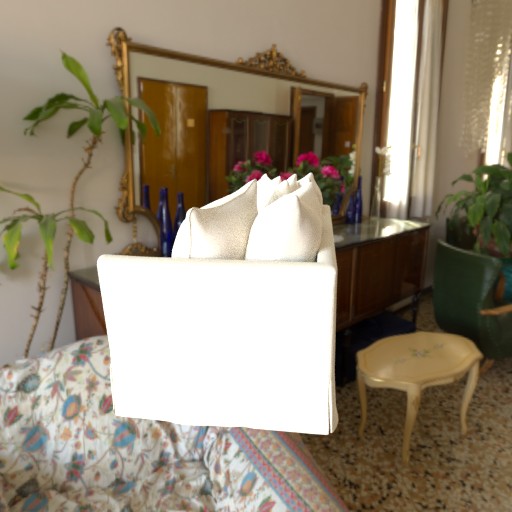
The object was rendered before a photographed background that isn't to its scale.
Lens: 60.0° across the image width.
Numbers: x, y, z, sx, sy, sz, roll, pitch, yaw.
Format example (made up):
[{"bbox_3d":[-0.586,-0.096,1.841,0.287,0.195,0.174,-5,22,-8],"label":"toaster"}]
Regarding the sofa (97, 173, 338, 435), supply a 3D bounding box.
[{"bbox_3d":[0.000,0.000,2.874,1.031,1.034,2.290,2,13,8],"label":"sofa"}]
